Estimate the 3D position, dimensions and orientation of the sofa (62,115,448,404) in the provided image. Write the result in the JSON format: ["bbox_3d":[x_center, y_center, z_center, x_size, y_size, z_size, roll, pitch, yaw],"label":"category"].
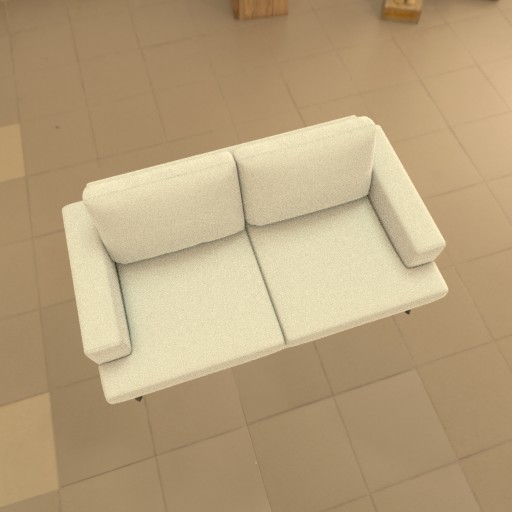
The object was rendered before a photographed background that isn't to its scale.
[{"bbox_3d":[0.000,0.000,2.157,1.650,0.810,0.920,-16,66,-7],"label":"sofa"}]
